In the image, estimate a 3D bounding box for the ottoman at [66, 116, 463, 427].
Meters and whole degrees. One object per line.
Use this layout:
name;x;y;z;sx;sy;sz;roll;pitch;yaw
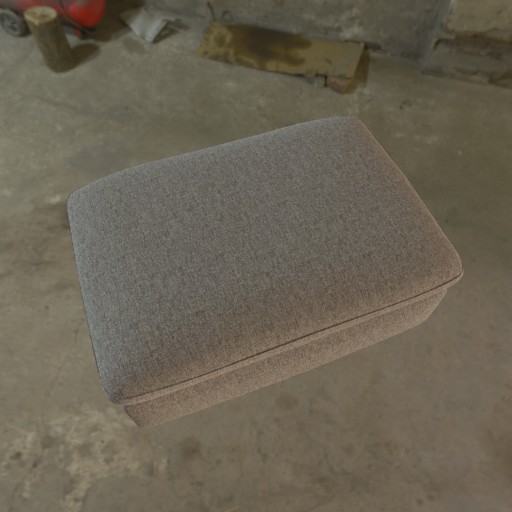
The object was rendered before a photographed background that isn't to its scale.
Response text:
ottoman;0.000;0.000;1.352;0.977;0.451;0.694;-18;60;-11
